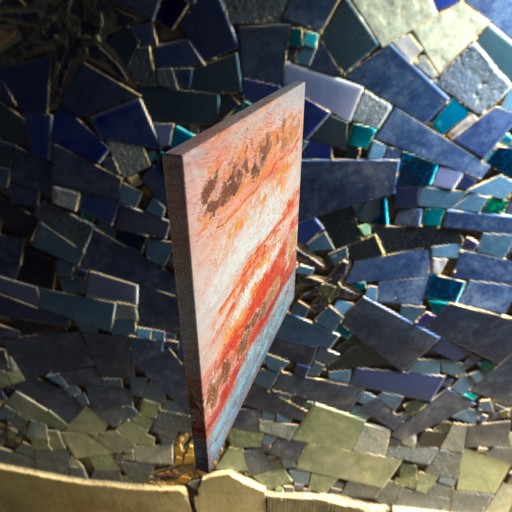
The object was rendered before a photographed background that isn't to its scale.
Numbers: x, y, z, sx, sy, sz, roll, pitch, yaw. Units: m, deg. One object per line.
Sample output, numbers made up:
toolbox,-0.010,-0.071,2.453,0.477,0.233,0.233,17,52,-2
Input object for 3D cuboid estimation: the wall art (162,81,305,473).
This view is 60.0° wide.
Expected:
wall art,0.000,0.000,1.145,0.035,0.747,0.747,10,31,17
